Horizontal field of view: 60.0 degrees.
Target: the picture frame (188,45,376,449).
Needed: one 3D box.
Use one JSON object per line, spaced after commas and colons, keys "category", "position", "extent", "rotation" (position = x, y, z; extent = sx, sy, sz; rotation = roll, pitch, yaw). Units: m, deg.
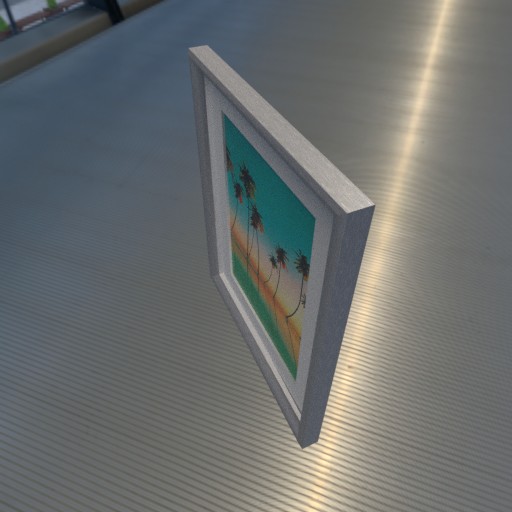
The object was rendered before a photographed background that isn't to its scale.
{"category": "picture frame", "position": [0.000, 0.000, 0.533], "extent": [0.027, 0.378, 0.327], "rotation": [-18, 47, -17]}
